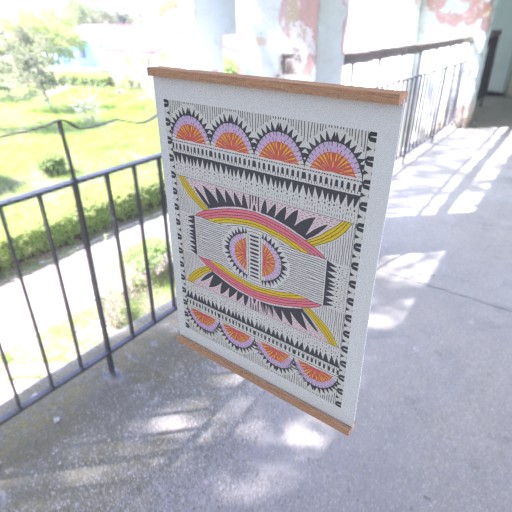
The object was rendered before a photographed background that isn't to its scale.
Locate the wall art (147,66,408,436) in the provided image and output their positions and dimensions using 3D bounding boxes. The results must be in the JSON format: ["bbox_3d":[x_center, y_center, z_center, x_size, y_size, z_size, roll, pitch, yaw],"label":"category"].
[{"bbox_3d":[0.000,0.000,0.809,0.456,0.609,0.028,20,35,32],"label":"wall art"}]
